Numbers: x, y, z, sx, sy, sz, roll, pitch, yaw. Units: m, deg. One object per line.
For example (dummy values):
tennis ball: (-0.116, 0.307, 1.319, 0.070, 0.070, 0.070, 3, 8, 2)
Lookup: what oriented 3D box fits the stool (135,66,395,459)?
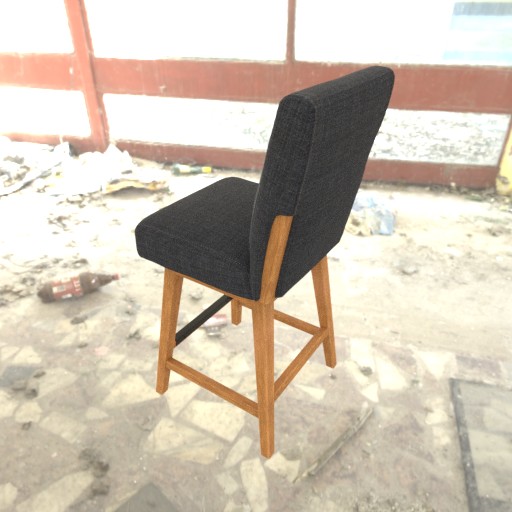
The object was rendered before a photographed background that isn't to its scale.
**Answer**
stool: (0.000, 0.000, 1.274, 0.526, 1.010, 0.459, 19, 36, 28)
